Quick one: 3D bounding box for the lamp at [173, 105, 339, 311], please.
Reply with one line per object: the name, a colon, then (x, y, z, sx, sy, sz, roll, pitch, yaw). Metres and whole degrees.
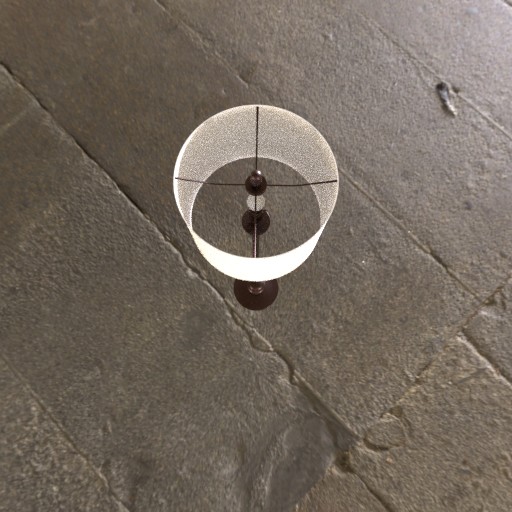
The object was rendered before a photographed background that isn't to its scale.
lamp: (0.000, 0.000, 1.653, 0.356, 1.487, 0.356, 1, 77, 0)
